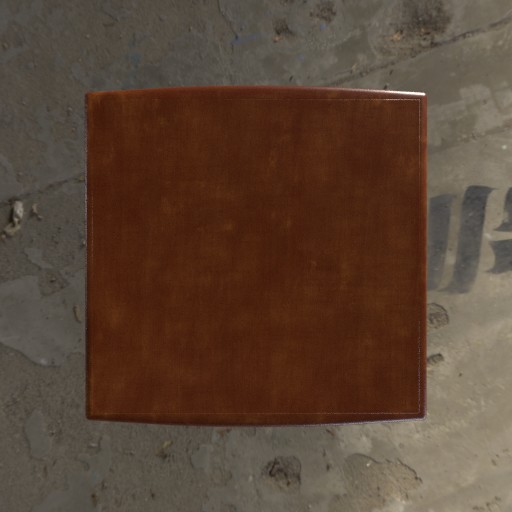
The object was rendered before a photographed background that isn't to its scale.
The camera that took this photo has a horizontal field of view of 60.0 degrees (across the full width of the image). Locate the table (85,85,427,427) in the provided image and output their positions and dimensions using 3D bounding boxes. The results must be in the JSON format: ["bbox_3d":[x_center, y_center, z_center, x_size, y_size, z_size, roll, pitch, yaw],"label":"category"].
[{"bbox_3d":[0.000,0.000,1.651,0.991,0.754,0.991,0,90,0],"label":"table"}]
